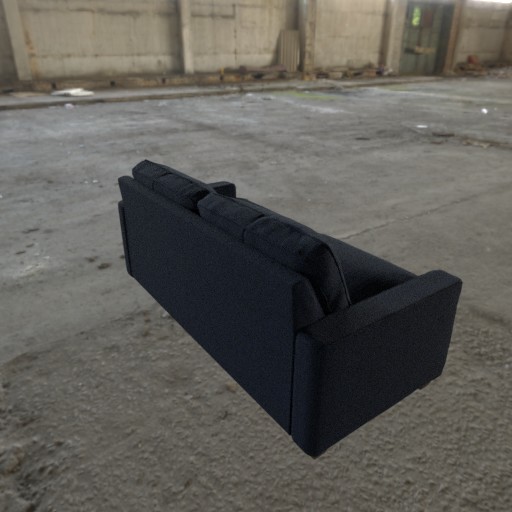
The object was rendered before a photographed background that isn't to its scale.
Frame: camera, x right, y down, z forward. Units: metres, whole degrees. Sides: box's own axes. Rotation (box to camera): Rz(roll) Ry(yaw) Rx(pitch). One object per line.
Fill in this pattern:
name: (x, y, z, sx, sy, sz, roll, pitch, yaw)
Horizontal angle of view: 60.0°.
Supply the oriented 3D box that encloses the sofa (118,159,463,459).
sofa: (0.000, 0.000, 2.605, 0.940, 0.919, 2.080, -17, 30, -32)
